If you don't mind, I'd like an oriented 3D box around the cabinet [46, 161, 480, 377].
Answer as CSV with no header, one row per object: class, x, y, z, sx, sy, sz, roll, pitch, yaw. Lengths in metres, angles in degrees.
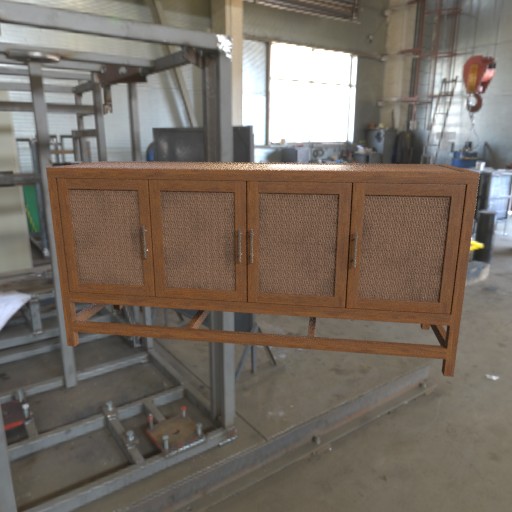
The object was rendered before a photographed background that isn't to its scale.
cabinet,0.000,0.000,2.058,1.708,0.820,0.522,2,15,9
